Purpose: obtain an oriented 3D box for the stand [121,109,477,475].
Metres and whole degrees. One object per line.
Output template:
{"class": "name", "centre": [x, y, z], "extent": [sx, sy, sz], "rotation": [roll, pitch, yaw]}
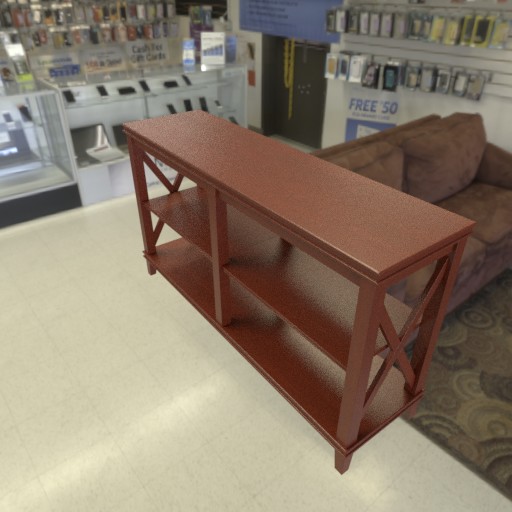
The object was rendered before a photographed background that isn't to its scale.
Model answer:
{"class": "stand", "centre": [0.000, 0.000, 1.698], "extent": [0.381, 0.762, 1.372], "rotation": [-22, 39, -30]}
